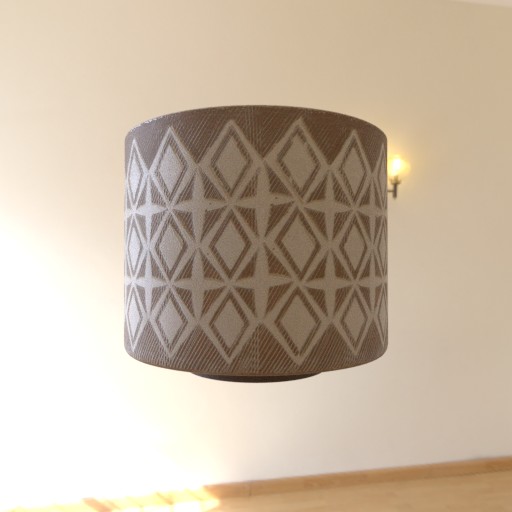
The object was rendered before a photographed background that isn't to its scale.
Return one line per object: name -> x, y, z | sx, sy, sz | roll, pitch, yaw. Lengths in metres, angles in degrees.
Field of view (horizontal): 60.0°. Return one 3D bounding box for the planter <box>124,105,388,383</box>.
planter -> 0.000, 0.000, 0.339 | 0.193, 0.165, 0.193 | 0, -1, 0
